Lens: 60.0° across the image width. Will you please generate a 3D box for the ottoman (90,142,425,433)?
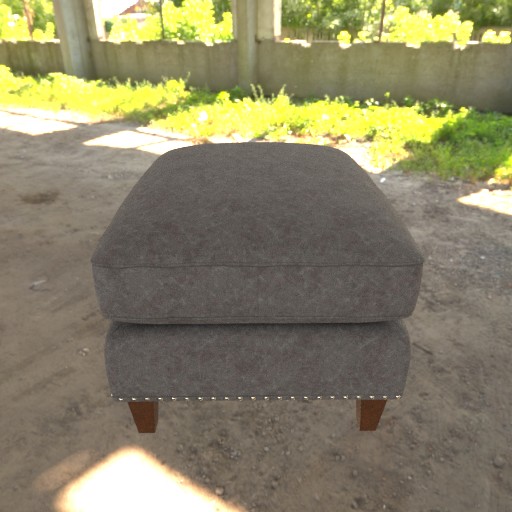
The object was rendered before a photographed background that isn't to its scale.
[{"bbox_3d":[0.000,0.000,1.139,0.584,0.513,0.741,0,27,-1],"label":"ottoman"}]
